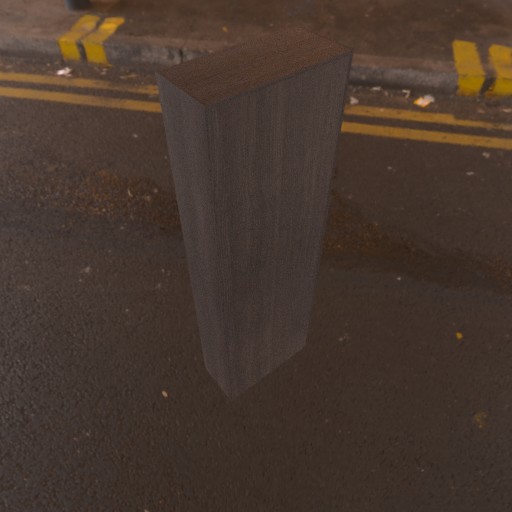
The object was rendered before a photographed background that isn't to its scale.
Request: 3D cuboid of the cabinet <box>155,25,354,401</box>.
[{"bbox_3d":[0.000,0.000,1.836,0.520,1.630,0.255,-31,54,-25],"label":"cabinet"}]
